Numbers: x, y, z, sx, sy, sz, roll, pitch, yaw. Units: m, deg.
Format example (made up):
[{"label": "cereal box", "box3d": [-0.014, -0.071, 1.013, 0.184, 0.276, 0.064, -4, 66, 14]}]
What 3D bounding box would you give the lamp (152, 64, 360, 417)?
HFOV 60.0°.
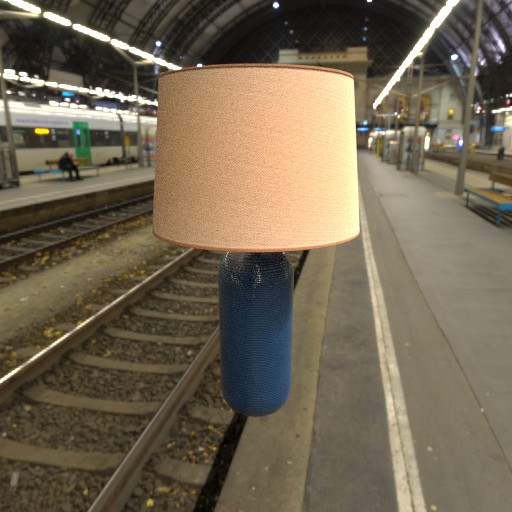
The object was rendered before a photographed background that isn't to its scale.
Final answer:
[{"label": "lamp", "box3d": [0.000, 0.000, 0.818, 0.367, 0.609, 0.367, 0, 15, 0]}]
